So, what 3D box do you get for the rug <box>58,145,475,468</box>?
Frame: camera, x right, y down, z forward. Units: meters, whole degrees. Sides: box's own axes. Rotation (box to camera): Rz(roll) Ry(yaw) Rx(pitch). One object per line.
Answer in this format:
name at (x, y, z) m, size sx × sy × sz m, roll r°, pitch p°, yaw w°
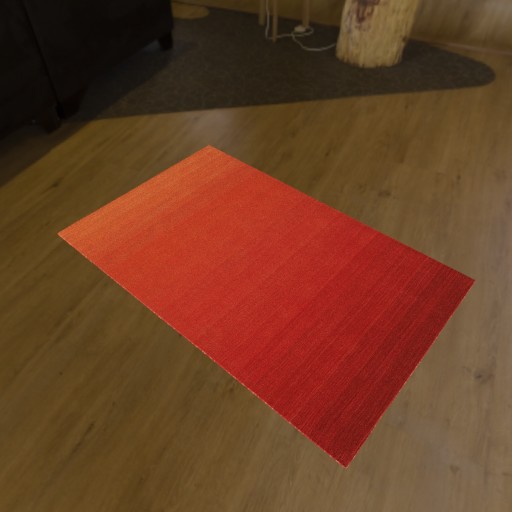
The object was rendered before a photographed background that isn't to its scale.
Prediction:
rug at (0.000, 0.000, 3.020) m, size 2.442 × 0.010 × 1.531 m, roll 32°, pitch 54°, yaw 27°
